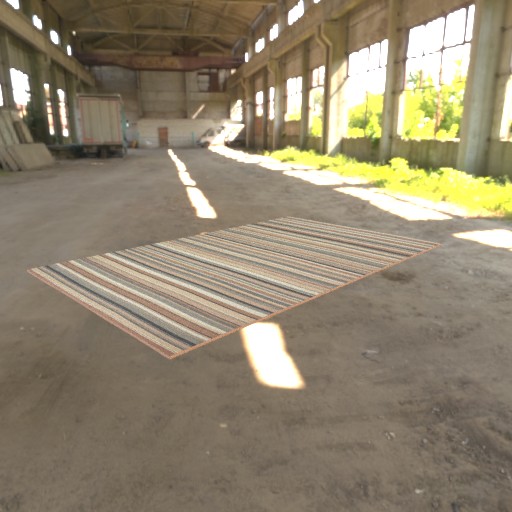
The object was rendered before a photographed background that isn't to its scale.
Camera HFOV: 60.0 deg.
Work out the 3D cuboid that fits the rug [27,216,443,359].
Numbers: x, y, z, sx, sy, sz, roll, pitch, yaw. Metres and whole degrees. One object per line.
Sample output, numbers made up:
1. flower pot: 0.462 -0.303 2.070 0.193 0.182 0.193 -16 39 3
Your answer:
1. rug: 0.000 0.000 3.010 2.438 0.014 1.523 -15 22 -43
